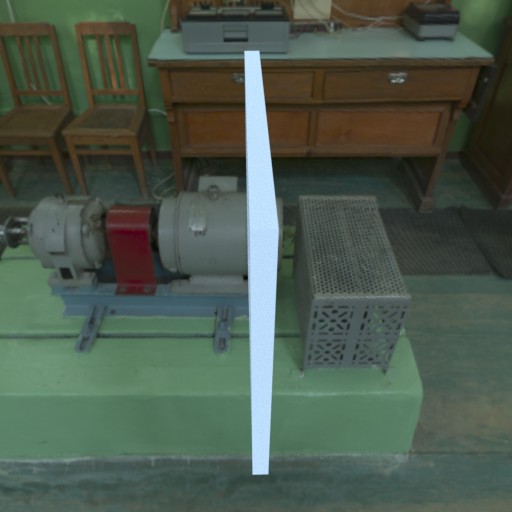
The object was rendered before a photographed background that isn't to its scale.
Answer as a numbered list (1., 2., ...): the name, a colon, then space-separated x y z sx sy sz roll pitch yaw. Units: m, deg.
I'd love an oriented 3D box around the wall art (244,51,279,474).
1. wall art: 0.000 0.000 0.826 0.028 0.559 0.559 -1 41 -1
